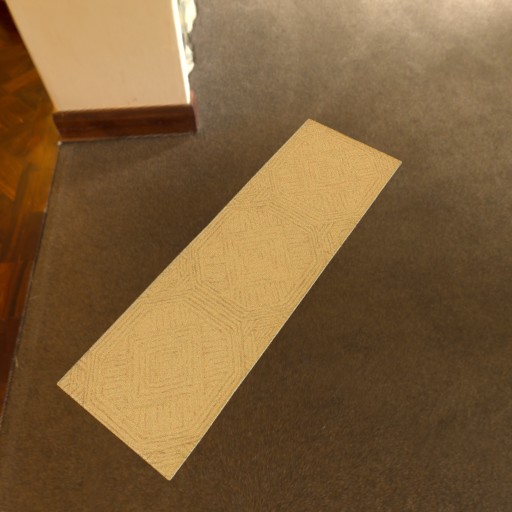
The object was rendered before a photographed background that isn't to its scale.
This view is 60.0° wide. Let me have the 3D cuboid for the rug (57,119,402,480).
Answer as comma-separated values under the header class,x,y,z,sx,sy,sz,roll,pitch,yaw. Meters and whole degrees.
class,x,y,z,sx,sy,sz,roll,pitch,yaw
rug,0.000,0.000,2.687,0.775,0.012,2.452,31,63,18
